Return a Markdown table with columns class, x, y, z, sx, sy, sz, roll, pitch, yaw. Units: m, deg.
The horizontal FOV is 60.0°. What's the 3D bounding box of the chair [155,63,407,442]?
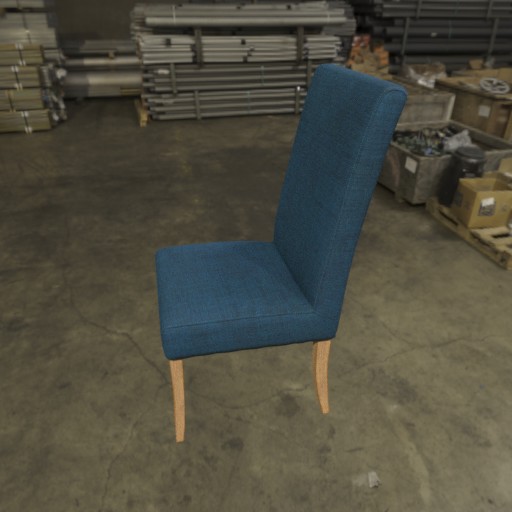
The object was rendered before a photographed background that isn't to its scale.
| class | x | y | z | sx | sy | sz | roll | pitch | yaw |
| --- | --- | --- | --- | --- | --- | --- | --- | --- | --- |
| chair | 0.000 | 0.000 | 1.352 | 0.610 | 1.029 | 0.450 | -7 | 30 | -11 |
